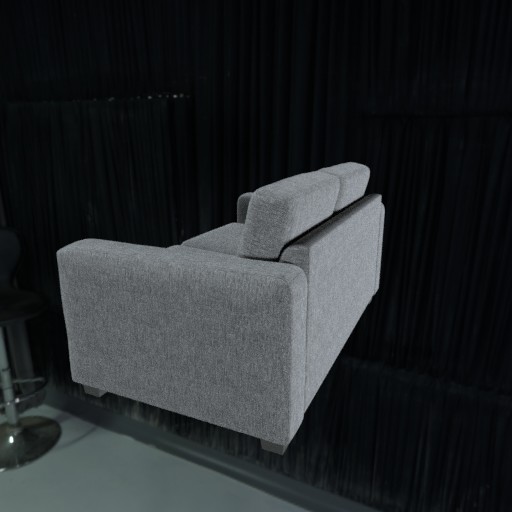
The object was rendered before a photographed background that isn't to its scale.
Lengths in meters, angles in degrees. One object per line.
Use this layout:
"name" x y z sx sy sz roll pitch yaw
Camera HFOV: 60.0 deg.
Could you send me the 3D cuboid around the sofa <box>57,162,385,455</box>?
"sofa" 0.000 0.000 2.028 0.900 0.800 1.520 7 17 24
